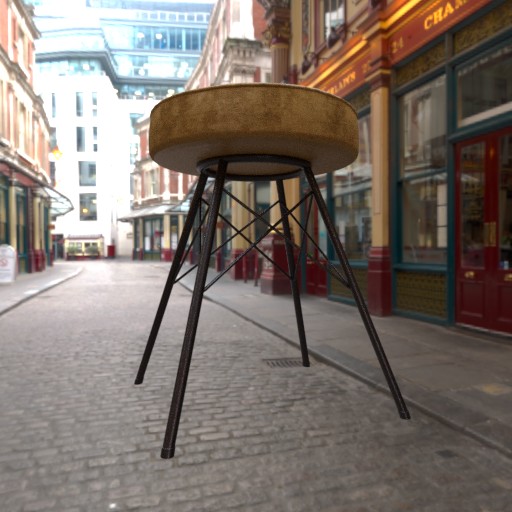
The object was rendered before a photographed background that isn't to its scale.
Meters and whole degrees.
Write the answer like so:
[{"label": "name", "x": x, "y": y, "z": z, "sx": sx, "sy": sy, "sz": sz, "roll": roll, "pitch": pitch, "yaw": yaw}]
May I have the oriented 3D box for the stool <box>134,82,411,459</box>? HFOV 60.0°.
[{"label": "stool", "x": 0.000, "y": 0.000, "z": 0.926, "sx": 0.472, "sy": 0.595, "sz": 0.438, "roll": 0, "pitch": 0, "yaw": -19}]
